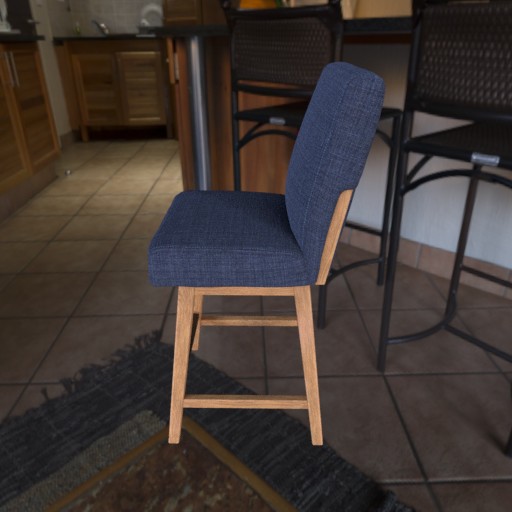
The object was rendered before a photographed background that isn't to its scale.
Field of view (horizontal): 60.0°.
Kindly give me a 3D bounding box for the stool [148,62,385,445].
[{"bbox_3d":[0.000,0.000,1.278,0.526,1.010,0.459,0,27,1],"label":"stool"}]
